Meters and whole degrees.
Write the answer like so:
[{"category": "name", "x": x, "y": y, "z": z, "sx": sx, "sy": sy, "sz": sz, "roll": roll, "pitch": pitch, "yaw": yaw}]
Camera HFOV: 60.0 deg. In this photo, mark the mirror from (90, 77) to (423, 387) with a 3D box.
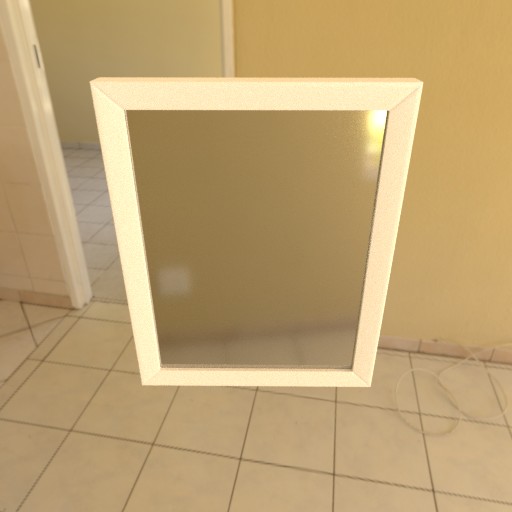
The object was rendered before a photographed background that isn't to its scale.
[{"category": "mirror", "x": 0.000, "y": 0.000, "z": 0.679, "sx": 0.405, "sy": 0.508, "sz": 0.041, "roll": 0, "pitch": 29, "yaw": 0}]
